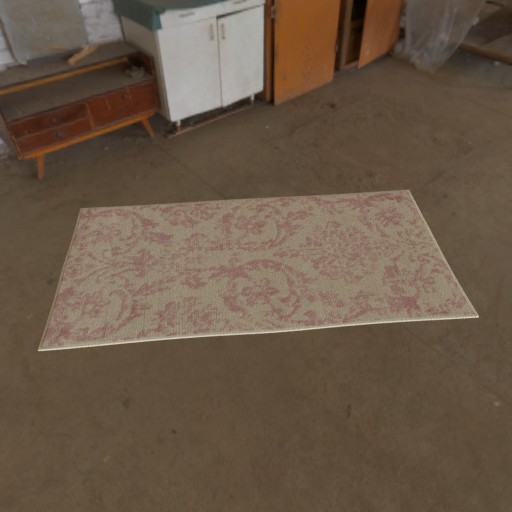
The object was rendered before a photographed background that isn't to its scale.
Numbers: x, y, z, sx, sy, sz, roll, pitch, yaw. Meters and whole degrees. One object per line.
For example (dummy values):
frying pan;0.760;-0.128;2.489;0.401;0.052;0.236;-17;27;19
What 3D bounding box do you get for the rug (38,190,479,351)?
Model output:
rug;0.000;0.000;1.428;1.219;0.007;0.604;-4;45;-4
